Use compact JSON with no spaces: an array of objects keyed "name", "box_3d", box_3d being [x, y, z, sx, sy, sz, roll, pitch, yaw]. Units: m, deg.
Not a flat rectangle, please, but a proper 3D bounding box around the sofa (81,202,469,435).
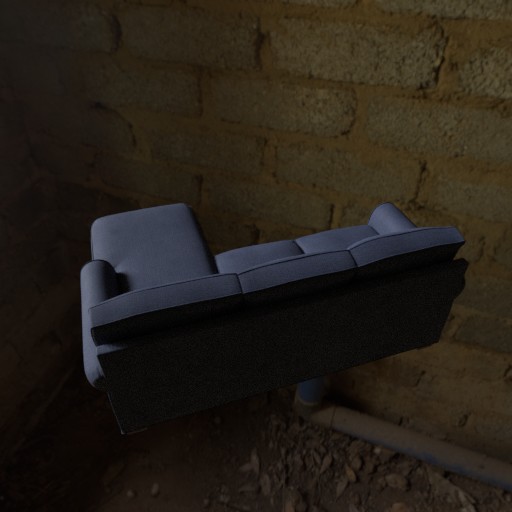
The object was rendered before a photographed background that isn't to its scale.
[{"name":"sofa","box_3d":[0.000,0.000,3.445,2.567,1.063,1.780,-12,42,-14]}]
